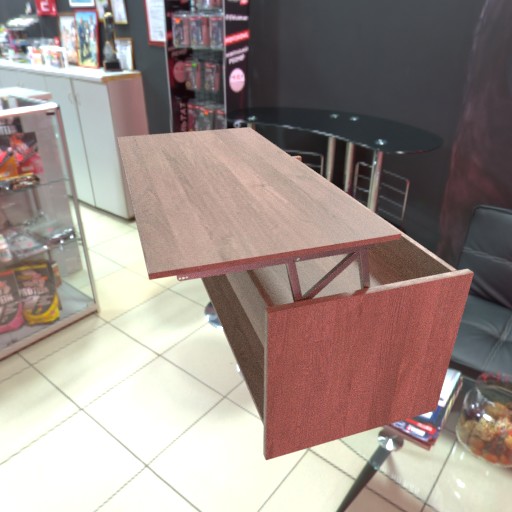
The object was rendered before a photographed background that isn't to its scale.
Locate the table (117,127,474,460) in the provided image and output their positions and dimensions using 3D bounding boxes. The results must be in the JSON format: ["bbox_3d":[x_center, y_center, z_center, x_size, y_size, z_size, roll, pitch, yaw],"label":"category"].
[{"bbox_3d":[0.000,0.000,1.396,0.712,0.570,1.000,-9,30,-16],"label":"table"}]
